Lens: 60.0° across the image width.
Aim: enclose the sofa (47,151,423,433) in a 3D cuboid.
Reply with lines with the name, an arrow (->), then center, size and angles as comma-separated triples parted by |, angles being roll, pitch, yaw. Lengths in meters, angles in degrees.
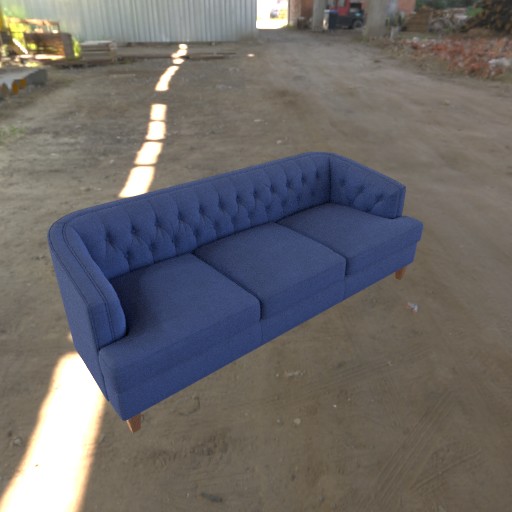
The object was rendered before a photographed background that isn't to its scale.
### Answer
sofa -> 0.000, 0.000, 2.711 | 2.235, 0.787, 0.914 | -22, 36, -34
